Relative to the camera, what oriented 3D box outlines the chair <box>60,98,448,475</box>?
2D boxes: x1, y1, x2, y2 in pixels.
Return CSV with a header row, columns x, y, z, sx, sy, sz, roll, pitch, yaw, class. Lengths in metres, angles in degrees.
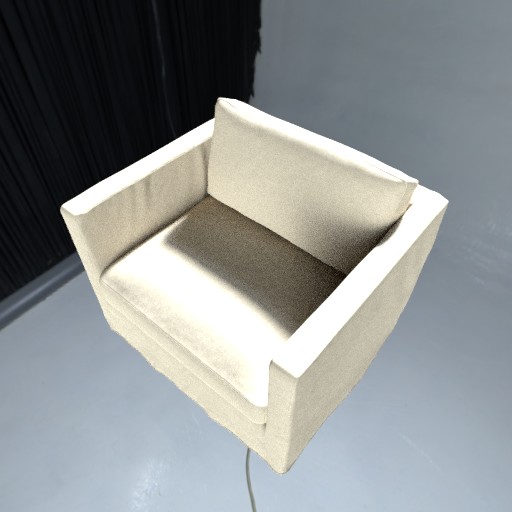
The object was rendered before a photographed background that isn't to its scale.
x,y,z,sx,sy,sz,roll,pitch,yaw,class
0.000,0.000,1.739,1.057,0.867,0.949,32,54,26,chair
